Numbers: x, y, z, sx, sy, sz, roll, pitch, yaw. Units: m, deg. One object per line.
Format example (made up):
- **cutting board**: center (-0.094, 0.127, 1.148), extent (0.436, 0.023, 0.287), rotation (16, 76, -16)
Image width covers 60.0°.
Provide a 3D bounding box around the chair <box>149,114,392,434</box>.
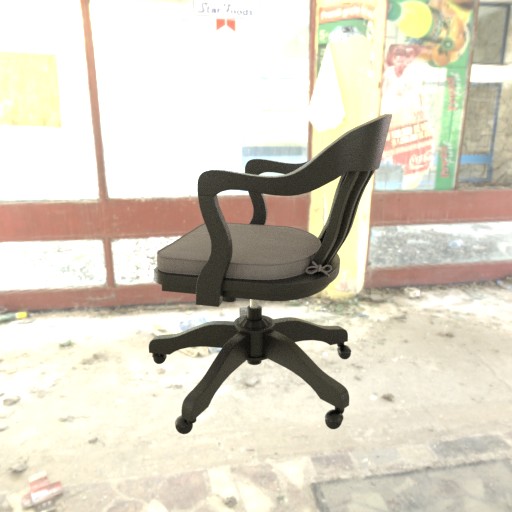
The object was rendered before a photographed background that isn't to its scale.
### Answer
- **chair**: center (0.000, 0.000, 1.451), extent (0.788, 0.878, 0.750), rotation (3, 15, 10)
